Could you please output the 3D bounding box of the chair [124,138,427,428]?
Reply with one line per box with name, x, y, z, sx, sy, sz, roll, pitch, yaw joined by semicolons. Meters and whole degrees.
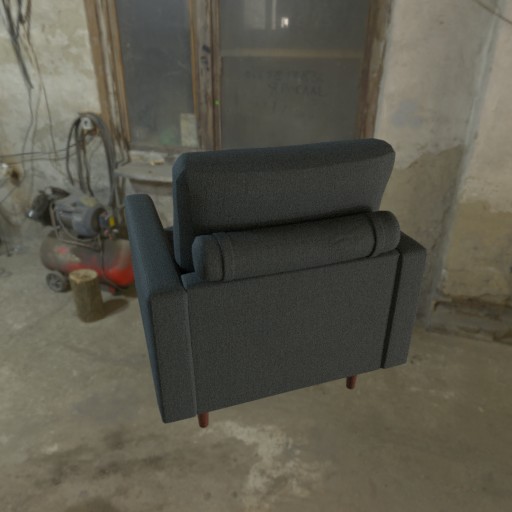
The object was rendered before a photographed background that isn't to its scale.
chair;0.000;0.000;1.554;0.821;0.880;0.843;-9;28;-17
